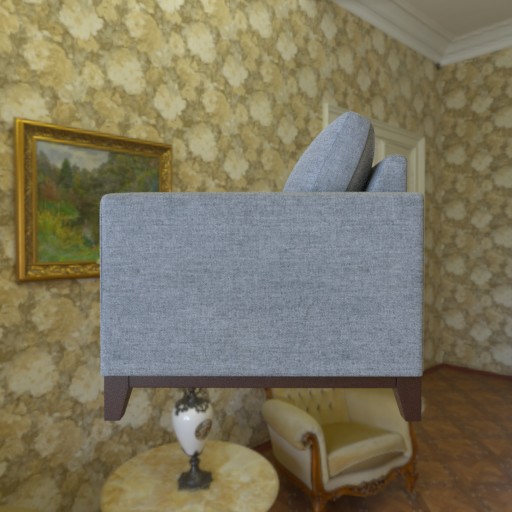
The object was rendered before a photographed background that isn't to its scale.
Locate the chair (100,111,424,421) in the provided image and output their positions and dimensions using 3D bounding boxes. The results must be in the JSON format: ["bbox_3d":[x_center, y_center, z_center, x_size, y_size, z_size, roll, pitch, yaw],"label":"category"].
[{"bbox_3d":[0.000,0.000,1.860,1.038,1.010,1.024,0,1,0],"label":"chair"}]
